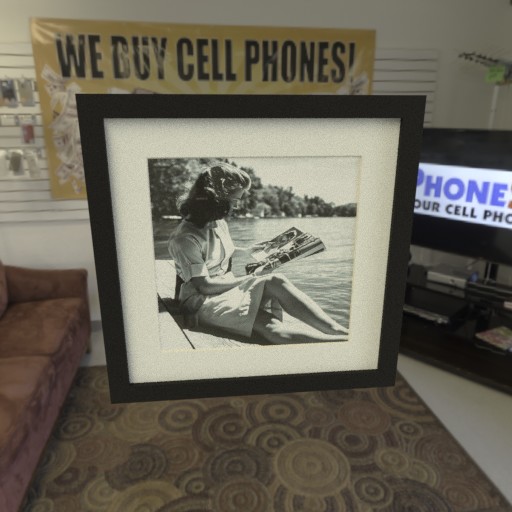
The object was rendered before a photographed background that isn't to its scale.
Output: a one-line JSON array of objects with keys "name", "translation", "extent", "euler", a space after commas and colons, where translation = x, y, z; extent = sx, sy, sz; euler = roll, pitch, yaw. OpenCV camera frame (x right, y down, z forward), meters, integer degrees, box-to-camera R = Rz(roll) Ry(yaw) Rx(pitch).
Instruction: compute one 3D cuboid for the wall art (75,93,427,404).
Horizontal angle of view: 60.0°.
[{"name": "wall art", "translation": [0.000, 0.000, 0.447], "extent": [0.308, 0.305, 0.030], "euler": [-2, 18, -6]}]
